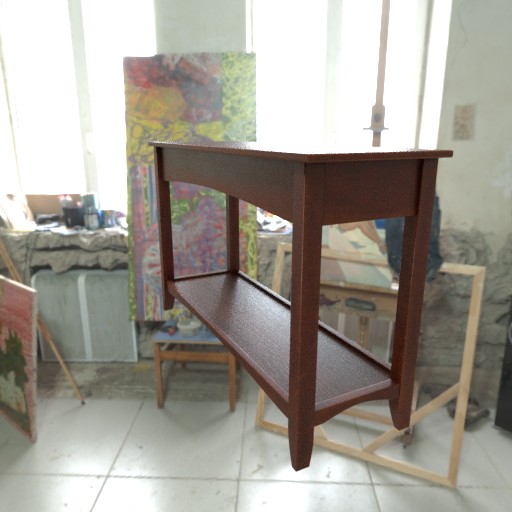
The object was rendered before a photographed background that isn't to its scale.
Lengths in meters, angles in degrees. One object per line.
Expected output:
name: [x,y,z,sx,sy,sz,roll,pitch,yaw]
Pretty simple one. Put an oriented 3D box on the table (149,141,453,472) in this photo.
table: [0.000,0.000,1.517,0.392,0.739,1.188,-8,17,-26]
